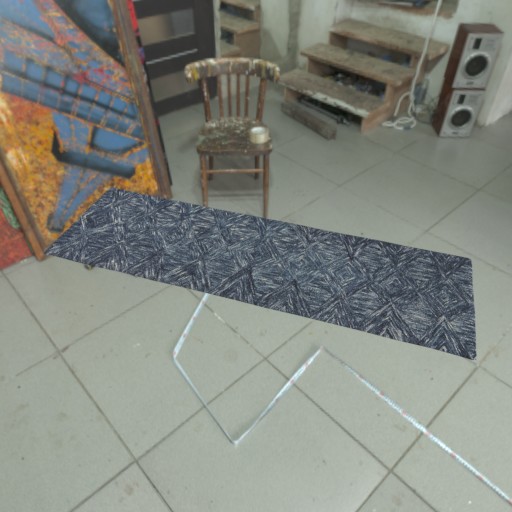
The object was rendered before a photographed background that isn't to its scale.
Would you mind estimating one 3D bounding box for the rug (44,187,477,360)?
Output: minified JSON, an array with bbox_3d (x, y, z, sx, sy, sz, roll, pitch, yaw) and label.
[{"bbox_3d":[0.000,0.000,2.488,2.306,0.013,0.719,12,44,13],"label":"rug"}]
